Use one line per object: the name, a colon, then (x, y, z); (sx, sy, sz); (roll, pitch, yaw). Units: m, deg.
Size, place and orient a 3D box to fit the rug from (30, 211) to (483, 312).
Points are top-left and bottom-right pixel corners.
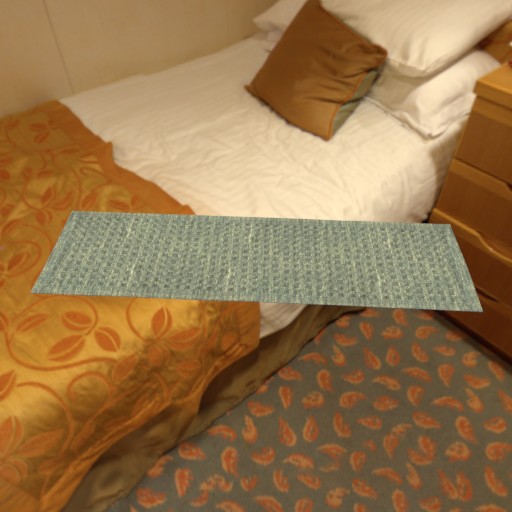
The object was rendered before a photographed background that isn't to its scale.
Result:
rug: (0.000, 0.000, 2.621); (2.443, 0.008, 0.688); (2, 47, 2)
